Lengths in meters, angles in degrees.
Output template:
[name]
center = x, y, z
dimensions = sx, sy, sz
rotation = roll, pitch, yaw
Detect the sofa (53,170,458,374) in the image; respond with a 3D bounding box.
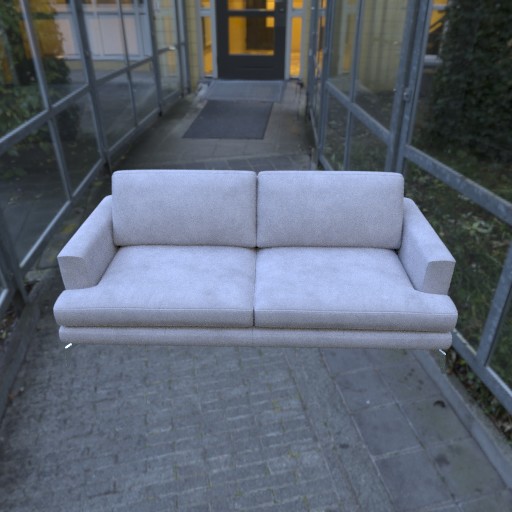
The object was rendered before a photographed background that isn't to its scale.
[sofa]
center = 0.000, 0.000, 2.537
dimensions = 2.013, 0.830, 0.980
rotation = 1, 30, 1
